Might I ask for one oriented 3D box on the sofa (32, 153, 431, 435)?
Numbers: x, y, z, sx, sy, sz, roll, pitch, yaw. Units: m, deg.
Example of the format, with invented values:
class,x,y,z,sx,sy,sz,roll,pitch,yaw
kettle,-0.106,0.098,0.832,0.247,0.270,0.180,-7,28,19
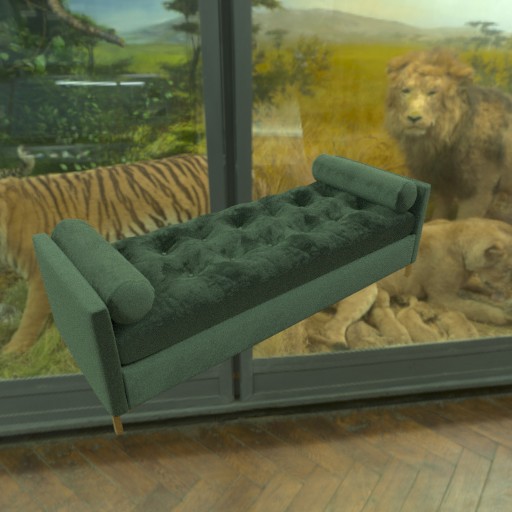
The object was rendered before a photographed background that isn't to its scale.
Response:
class,x,y,z,sx,sy,sz,roll,pitch,yaw
sofa,0.000,0.000,2.507,2.102,0.705,0.796,-21,36,-32
